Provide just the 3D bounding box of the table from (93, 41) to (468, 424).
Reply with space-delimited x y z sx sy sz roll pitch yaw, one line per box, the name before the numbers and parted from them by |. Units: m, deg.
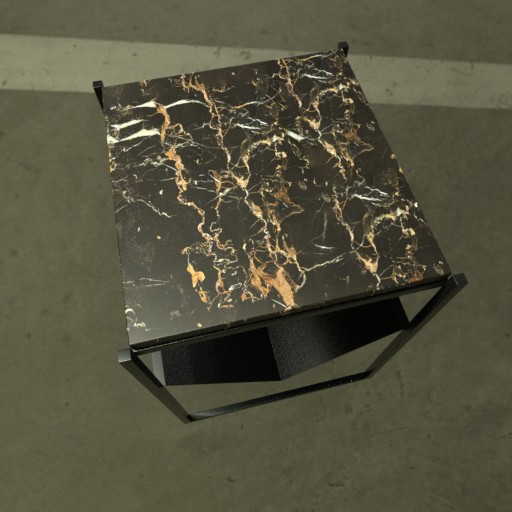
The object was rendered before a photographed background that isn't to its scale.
table | 0.000 0.000 0.868 0.432 0.534 0.469 -12 63 -6
